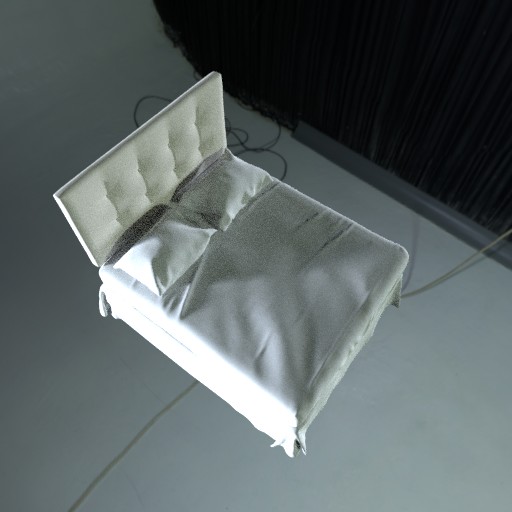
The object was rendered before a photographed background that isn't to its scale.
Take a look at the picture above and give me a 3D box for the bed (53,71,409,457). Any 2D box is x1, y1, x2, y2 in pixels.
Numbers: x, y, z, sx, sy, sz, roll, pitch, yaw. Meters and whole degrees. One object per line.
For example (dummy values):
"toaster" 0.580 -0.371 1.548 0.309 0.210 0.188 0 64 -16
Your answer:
"bed" 0.000 0.000 3.511 2.222 1.577 1.936 32 63 19
